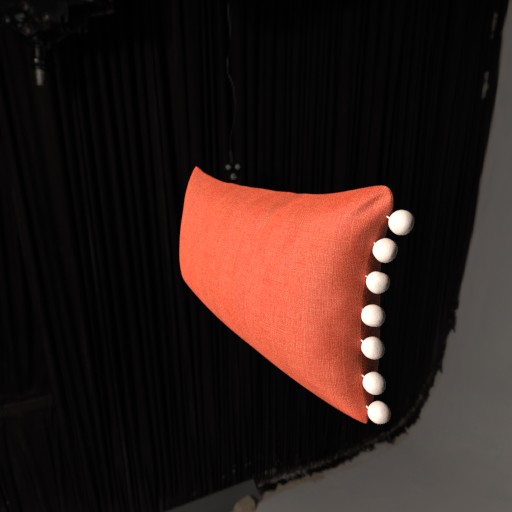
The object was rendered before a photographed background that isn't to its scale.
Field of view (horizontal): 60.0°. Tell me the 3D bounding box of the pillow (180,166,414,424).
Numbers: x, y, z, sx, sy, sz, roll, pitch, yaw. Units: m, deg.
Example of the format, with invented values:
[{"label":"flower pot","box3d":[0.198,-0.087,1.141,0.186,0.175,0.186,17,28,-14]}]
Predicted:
[{"label":"pillow","box3d":[0.000,0.000,0.832,0.201,0.322,0.709,-8,17,-26]}]
